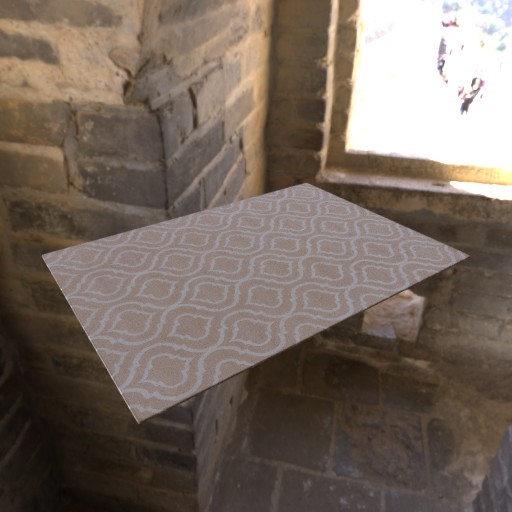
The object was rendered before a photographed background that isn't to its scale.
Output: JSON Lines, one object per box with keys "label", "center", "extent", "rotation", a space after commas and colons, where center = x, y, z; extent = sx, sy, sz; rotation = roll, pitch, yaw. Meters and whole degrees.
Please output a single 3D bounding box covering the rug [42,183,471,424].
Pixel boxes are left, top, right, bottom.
{"label": "rug", "center": [0.000, 0.000, 2.704], "extent": [2.134, 0.010, 1.524], "rotation": [-20, 35, -30]}
